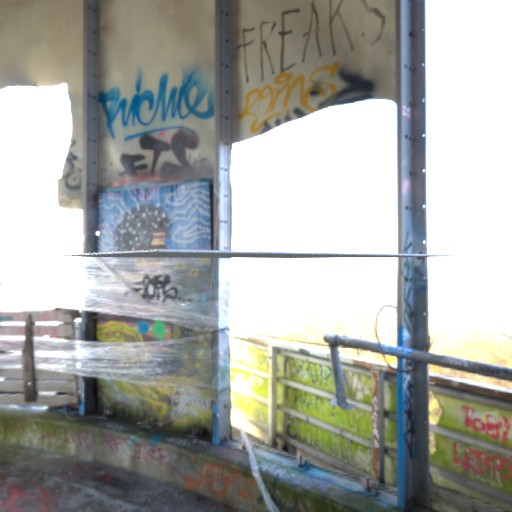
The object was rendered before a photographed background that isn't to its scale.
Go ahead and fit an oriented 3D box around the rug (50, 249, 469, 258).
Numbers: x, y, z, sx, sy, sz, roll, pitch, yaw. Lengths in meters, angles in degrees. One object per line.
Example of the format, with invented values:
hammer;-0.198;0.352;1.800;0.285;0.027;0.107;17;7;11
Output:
rug;0.000;0.000;3.969;2.945;0.014;2.353;1;-1;-37
